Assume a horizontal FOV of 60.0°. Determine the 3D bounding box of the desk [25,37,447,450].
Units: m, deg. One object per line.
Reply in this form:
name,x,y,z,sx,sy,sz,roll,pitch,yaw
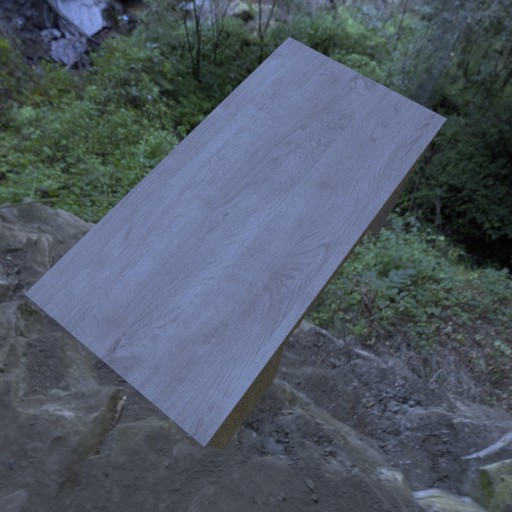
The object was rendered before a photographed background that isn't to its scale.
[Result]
desk,0.000,0.000,1.506,0.560,0.735,1.097,34,70,15
